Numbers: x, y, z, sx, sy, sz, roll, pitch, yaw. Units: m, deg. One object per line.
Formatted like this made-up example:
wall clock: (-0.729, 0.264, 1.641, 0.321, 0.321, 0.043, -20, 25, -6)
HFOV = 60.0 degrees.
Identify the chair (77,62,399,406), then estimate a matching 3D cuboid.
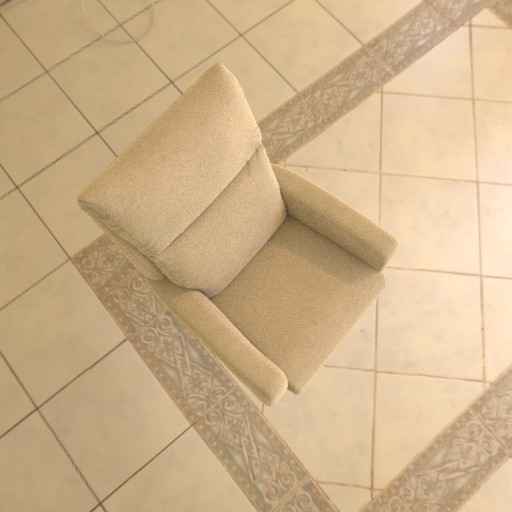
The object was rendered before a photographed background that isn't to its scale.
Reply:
chair: (0.000, 0.000, 1.702, 0.940, 1.021, 0.794, 40, 79, 10)
